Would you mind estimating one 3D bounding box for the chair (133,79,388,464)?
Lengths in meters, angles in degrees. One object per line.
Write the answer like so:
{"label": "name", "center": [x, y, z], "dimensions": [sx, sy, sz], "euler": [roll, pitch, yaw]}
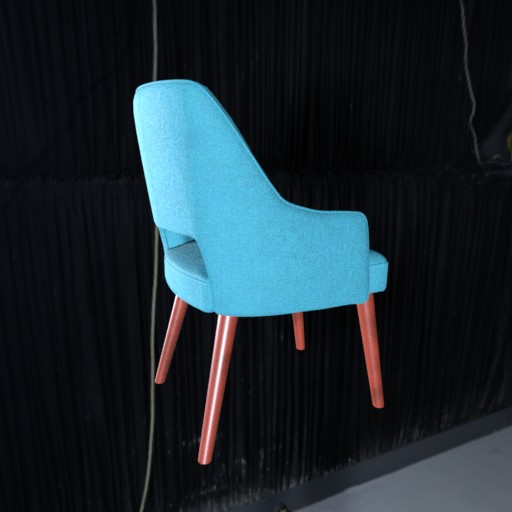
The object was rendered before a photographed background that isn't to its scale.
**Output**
{"label": "chair", "center": [0.000, 0.000, 1.221], "dimensions": [0.605, 0.849, 0.548], "euler": [-7, 15, -26]}
